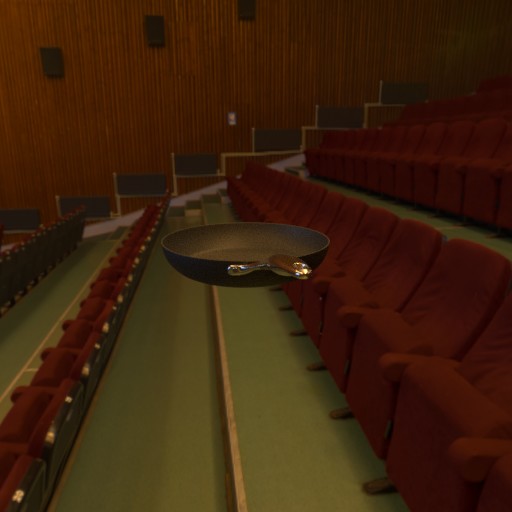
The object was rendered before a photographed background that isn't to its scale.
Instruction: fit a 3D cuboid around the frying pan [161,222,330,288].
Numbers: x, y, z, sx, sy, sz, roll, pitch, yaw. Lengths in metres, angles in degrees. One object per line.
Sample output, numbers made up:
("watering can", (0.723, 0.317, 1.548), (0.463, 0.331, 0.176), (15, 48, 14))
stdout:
("frying pan", (0.000, 0.000, 0.577), (0.255, 0.105, 0.472), (-2, 16, -8))
